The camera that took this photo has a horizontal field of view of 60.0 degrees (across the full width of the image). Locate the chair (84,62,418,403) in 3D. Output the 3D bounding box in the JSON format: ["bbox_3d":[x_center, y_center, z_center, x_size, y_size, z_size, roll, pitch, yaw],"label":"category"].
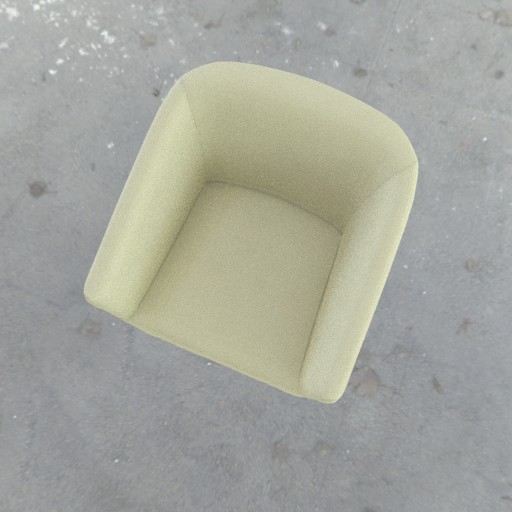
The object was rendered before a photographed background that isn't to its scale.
[{"bbox_3d":[0.000,0.000,1.309,0.643,0.822,0.657,22,76,6],"label":"chair"}]
